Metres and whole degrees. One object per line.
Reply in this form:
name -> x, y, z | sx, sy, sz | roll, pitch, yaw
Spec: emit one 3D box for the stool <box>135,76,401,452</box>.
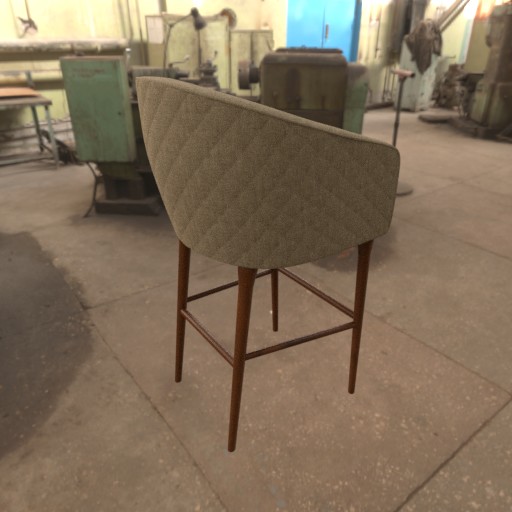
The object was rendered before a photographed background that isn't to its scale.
stool -> 0.000, 0.000, 1.398 | 0.607, 1.078, 0.559 | -18, 32, -31
